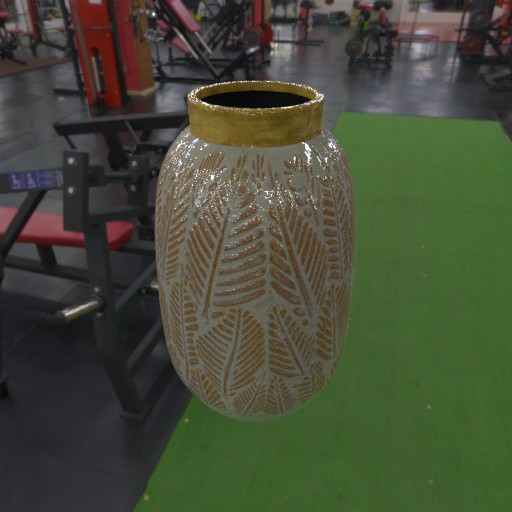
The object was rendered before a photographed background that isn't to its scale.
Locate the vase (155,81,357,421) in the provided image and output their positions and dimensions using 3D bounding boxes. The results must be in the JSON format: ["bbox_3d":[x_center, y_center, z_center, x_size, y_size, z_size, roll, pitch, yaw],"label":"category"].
[{"bbox_3d":[0.000,0.000,0.384,0.172,0.270,0.172,0,32,0],"label":"vase"}]
